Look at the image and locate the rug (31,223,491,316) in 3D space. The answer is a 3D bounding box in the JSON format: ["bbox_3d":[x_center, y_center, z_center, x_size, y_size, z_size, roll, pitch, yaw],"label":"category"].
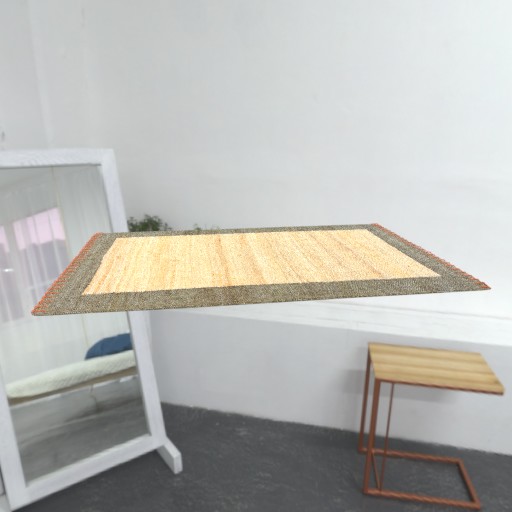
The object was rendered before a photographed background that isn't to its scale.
[{"bbox_3d":[0.000,0.000,2.285,1.838,0.019,1.220,-2,17,-8],"label":"rug"}]
